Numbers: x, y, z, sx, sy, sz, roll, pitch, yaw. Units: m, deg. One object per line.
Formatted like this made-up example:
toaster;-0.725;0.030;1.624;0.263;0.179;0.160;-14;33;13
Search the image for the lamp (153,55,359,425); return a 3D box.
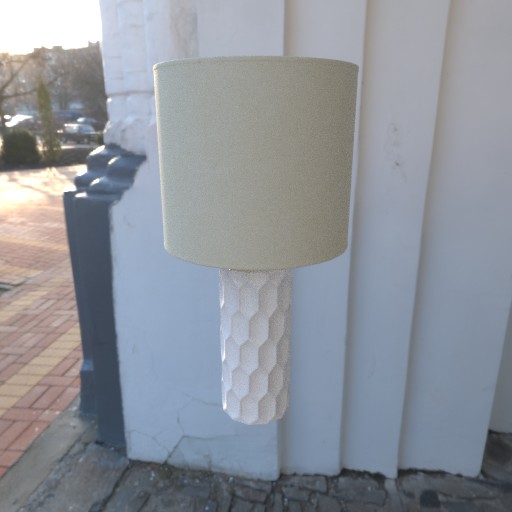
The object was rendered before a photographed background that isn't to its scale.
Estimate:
lamp;0.000;0.000;0.688;0.277;0.537;0.277;8;19;25
